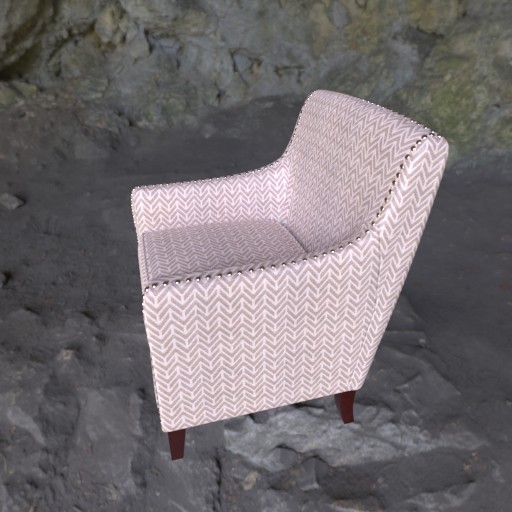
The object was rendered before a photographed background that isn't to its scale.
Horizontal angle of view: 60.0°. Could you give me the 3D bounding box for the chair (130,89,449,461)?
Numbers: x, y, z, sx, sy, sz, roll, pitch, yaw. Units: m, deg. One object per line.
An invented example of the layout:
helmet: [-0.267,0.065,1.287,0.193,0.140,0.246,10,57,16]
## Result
chair: [0.000,0.000,1.258,0.651,0.816,0.623,-8,30,-14]
